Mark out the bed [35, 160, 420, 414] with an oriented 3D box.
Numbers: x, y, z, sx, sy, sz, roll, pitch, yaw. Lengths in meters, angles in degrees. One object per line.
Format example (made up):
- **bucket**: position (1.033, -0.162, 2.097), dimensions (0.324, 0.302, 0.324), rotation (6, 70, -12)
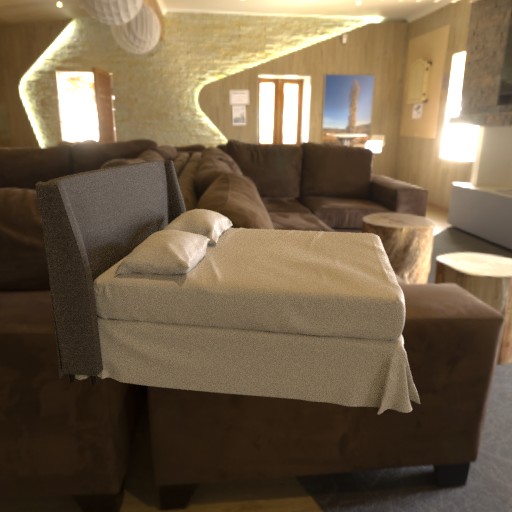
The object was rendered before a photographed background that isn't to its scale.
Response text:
- **bed**: position (0.000, 0.000, 3.423), dimensions (2.276, 1.332, 1.925), rotation (3, 16, 10)
